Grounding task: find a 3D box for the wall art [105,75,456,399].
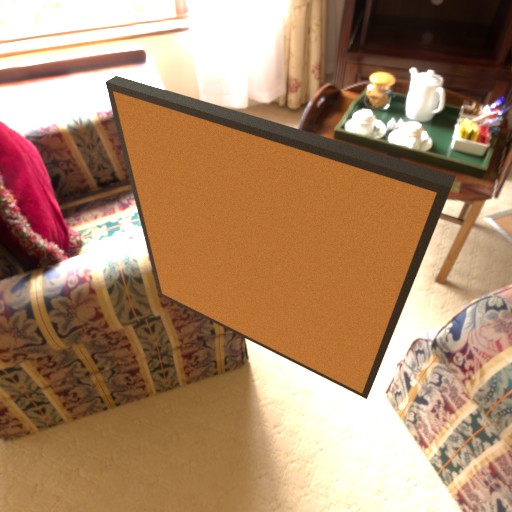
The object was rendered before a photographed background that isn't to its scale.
[{"bbox_3d":[0.000,0.000,1.147,0.763,0.763,0.038,23,51,20],"label":"wall art"}]
